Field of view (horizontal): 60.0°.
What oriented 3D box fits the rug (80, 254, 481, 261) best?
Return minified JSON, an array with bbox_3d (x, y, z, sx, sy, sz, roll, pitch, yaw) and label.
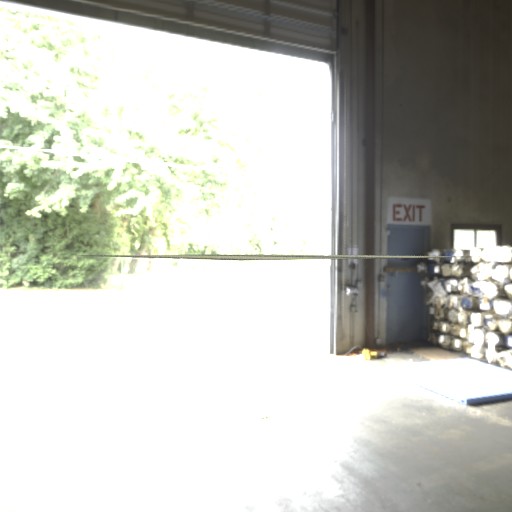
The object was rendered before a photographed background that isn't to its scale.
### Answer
[{"bbox_3d":[0.000,0.000,4.191,2.453,0.004,3.037,-1,1,-37],"label":"rug"}]
